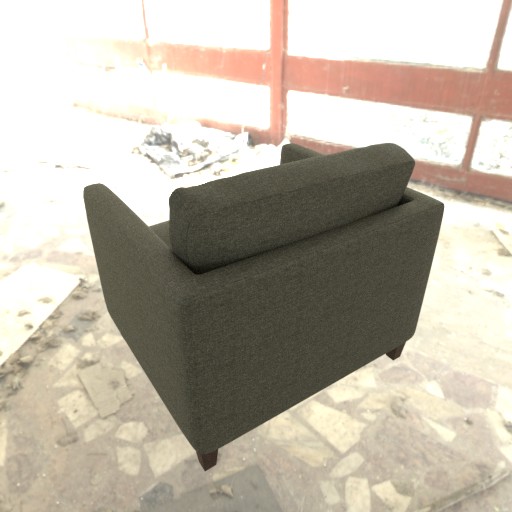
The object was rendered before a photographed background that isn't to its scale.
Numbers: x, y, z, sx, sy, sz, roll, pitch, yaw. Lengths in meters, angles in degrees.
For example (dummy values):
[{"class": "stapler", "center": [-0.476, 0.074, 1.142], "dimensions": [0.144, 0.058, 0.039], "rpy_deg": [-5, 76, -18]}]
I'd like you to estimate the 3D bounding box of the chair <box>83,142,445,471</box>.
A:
[{"class": "chair", "center": [0.000, 0.000, 1.837], "dimensions": [1.107, 0.963, 0.959], "rpy_deg": [-19, 36, -29]}]
